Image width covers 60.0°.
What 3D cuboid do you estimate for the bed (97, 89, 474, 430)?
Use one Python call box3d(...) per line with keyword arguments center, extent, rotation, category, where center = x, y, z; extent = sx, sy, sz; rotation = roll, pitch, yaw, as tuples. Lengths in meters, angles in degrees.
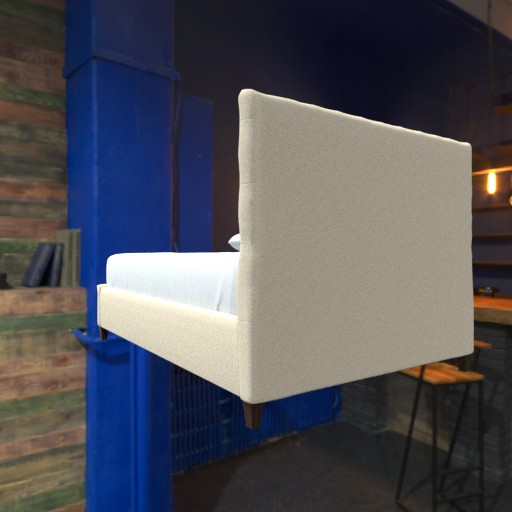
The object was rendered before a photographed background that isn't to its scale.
box3d(center=(0.000, 0.000, 3.266), extent=(1.698, 1.427, 2.387), rotation=(0, 1, -34), category="bed")
